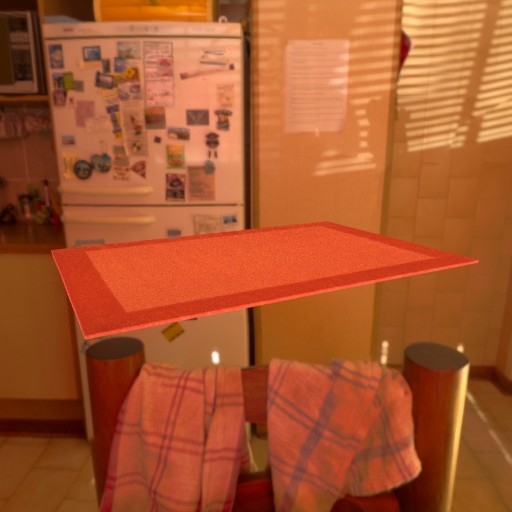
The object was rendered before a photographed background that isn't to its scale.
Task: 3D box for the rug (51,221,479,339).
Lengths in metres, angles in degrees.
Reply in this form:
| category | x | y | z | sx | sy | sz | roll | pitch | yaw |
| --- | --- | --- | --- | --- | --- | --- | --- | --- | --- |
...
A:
| category | x | y | z | sx | sy | sz | roll | pitch | yaw |
| --- | --- | --- | --- | --- | --- | --- | --- | --- | --- |
| rug | 0.000 | 0.000 | 2.269 | 1.829 | 0.014 | 1.219 | -8 | 17 | -27 |
